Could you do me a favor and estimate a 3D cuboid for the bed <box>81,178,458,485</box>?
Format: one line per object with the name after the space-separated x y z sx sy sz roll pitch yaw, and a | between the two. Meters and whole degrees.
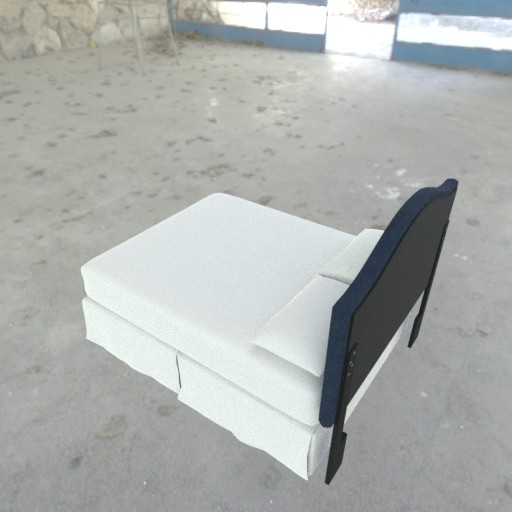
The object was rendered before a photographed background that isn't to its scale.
0.000 0.000 3.183 2.153 1.518 1.725 22 39 29 | bed
